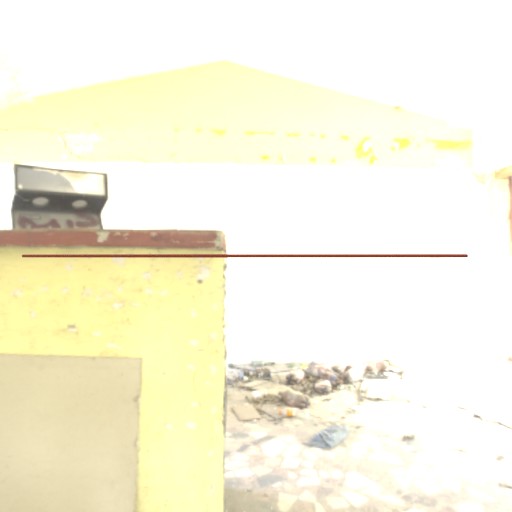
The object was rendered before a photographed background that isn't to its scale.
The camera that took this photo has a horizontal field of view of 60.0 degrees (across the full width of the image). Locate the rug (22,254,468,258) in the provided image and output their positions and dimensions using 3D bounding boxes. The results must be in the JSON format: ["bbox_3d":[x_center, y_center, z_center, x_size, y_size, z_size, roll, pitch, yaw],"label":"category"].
[{"bbox_3d":[0.000,0.000,2.261,1.802,0.013,1.194,0,0,17],"label":"rug"}]
